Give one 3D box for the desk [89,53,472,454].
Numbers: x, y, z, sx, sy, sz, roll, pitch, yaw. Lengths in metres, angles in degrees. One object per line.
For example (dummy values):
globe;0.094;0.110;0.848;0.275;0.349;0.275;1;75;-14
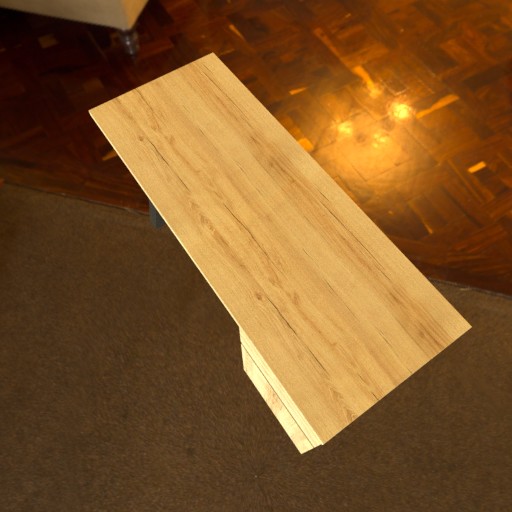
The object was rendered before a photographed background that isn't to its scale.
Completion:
desk;0.000;0.000;1.810;0.550;0.760;1.400;-32;68;-15
